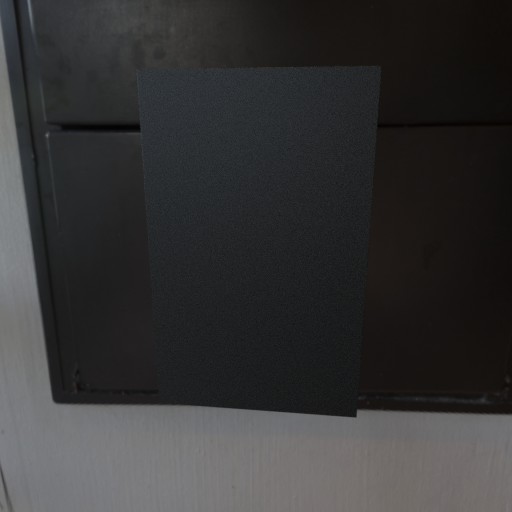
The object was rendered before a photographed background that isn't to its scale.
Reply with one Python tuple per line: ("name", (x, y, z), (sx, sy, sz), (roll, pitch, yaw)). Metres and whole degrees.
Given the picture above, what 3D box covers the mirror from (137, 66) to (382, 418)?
("mirror", (0.000, 0.000, 1.554), (0.762, 1.219, 0.038), (2, 16, 7))
